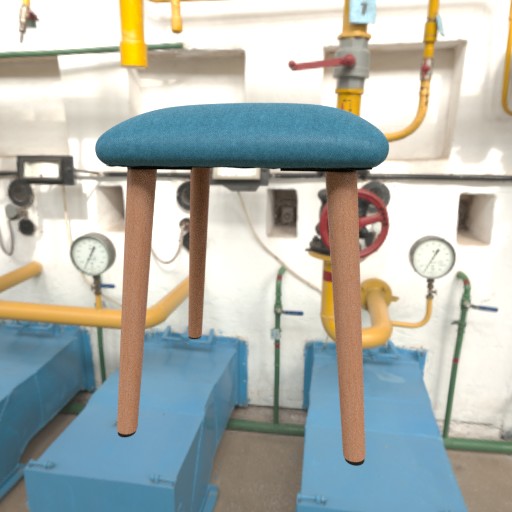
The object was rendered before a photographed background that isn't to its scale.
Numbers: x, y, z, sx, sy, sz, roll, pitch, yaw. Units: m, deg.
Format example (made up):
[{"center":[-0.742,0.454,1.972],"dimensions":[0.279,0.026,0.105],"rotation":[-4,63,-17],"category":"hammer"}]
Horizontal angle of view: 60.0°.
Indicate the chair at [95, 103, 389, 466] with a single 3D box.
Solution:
[{"center":[0.000,0.000,0.698],"dimensions":[0.360,0.450,0.360],"rotation":[3,15,10],"category":"chair"}]
